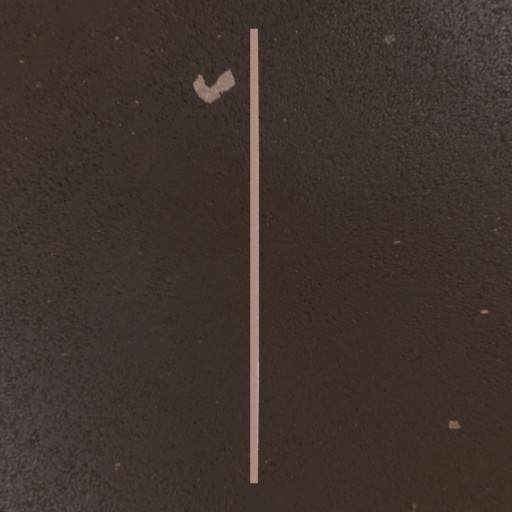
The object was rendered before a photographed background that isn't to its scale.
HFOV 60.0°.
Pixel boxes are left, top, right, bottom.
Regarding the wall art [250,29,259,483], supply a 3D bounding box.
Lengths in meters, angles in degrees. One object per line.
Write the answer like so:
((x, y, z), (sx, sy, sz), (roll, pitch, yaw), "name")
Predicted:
((0.000, 0.000, 1.198), (0.013, 0.813, 0.812), (0, 90, 1), "wall art")
